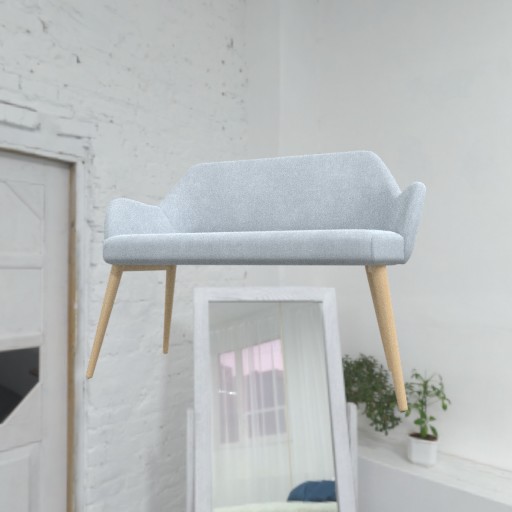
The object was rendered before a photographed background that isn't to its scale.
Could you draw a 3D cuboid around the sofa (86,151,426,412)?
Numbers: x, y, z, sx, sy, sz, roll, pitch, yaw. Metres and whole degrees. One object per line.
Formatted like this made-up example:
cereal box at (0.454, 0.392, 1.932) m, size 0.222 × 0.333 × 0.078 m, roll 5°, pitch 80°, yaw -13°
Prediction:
sofa at (0.000, 0.000, 1.609) m, size 1.150 × 0.840 × 0.610 m, roll 0°, pitch -1°, yaw 19°
